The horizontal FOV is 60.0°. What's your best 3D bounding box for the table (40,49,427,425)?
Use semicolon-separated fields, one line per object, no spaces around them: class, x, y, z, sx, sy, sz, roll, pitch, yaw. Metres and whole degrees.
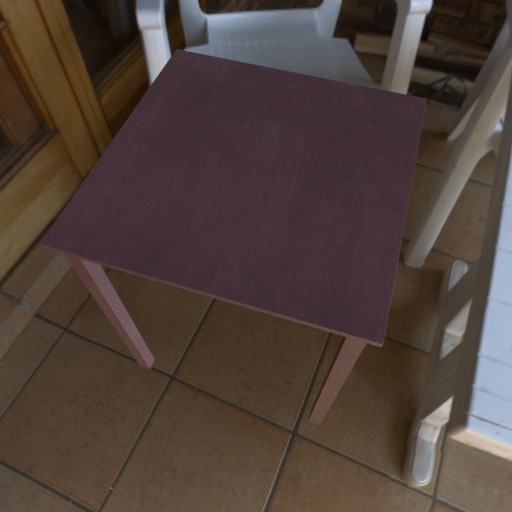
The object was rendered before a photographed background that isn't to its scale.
table;0.000;0.000;1.676;0.861;0.991;0.861;15;59;9
